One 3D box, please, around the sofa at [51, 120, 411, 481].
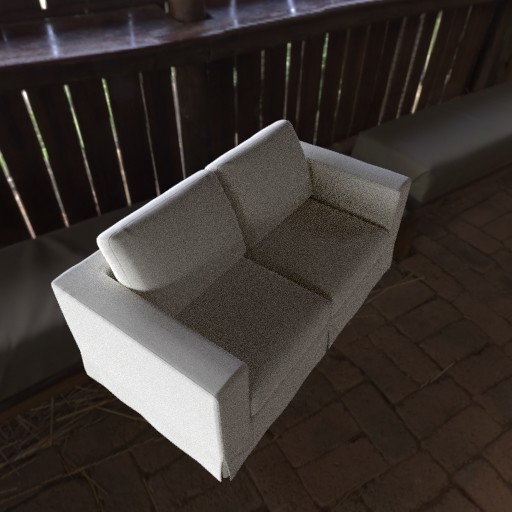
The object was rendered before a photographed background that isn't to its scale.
[{"bbox_3d":[0.000,0.000,2.438,1.009,0.932,1.813,26,49,26],"label":"sofa"}]
